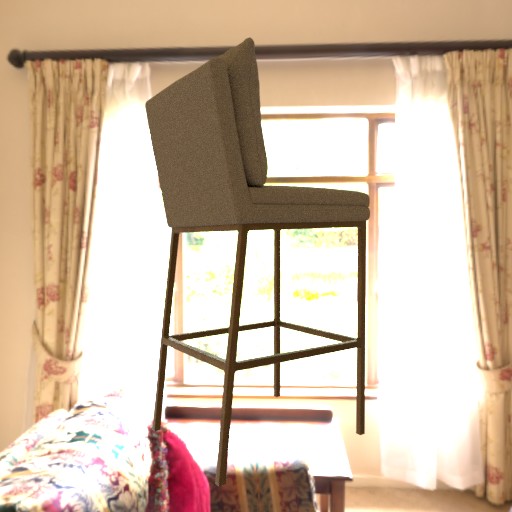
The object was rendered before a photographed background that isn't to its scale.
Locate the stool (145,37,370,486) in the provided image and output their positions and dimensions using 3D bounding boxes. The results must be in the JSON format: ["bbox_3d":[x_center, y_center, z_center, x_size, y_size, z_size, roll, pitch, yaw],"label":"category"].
[{"bbox_3d":[0.000,0.000,1.416,0.569,1.132,0.463,-1,2,-36],"label":"stool"}]
